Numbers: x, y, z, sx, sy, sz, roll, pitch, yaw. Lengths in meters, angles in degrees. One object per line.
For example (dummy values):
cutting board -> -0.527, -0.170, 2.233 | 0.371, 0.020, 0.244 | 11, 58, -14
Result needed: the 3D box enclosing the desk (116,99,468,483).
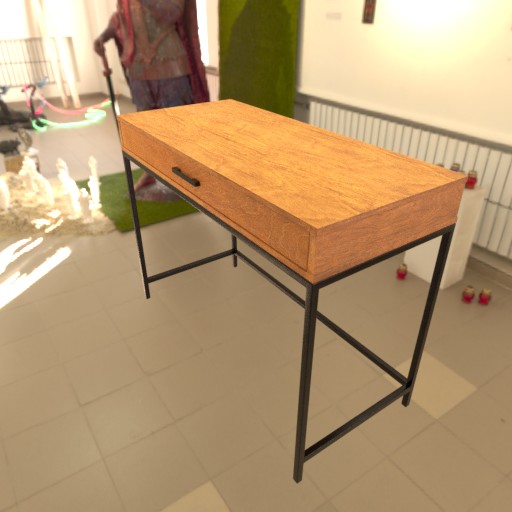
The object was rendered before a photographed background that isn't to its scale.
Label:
desk -> 0.000, 0.000, 1.444 | 0.470, 0.762, 1.016 | -20, 36, -29
